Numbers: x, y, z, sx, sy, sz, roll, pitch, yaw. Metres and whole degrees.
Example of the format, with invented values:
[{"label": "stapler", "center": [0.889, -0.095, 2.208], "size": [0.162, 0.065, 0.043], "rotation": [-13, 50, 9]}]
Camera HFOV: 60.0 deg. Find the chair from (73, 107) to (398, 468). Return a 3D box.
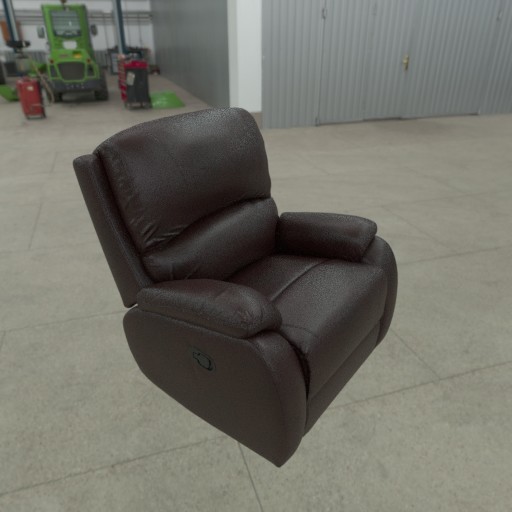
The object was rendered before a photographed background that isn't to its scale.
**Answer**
[{"label": "chair", "center": [0.000, 0.000, 1.717], "size": [0.899, 1.011, 0.930], "rotation": [19, 32, 32]}]
